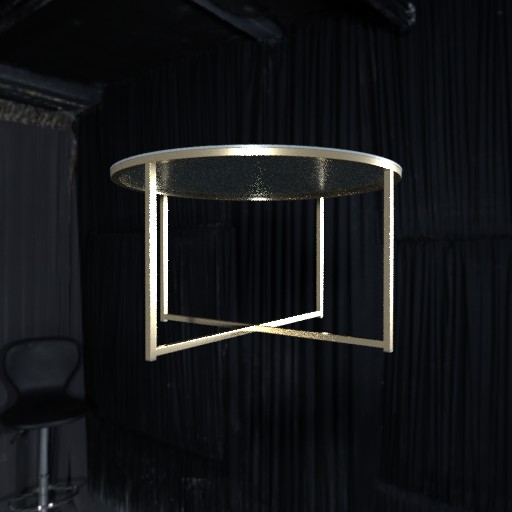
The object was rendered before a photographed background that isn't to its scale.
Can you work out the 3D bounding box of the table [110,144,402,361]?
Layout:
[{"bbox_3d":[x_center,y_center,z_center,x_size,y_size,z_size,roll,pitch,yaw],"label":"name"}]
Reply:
[{"bbox_3d":[0.000,0.000,1.282,0.800,0.450,0.800,0,1,0],"label":"table"}]
